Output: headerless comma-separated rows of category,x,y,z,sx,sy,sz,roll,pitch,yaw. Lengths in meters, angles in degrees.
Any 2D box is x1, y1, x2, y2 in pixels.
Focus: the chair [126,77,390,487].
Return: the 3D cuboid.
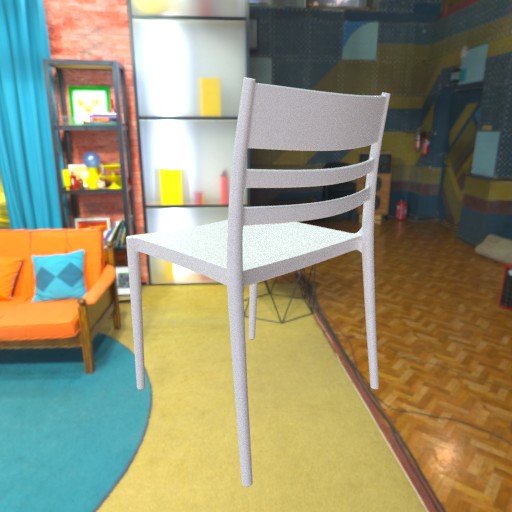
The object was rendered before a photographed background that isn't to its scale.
chair,0.000,0.000,1.149,0.531,0.800,0.511,-15,22,-43
